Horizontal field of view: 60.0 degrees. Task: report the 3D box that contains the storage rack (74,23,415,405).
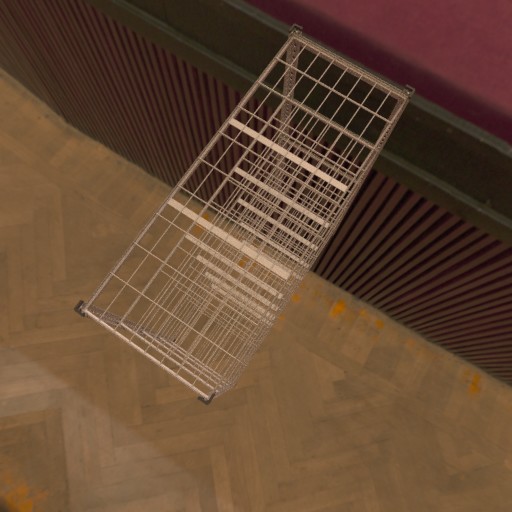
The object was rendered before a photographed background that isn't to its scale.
[{"bbox_3d":[0.000,0.000,2.708,0.610,1.981,1.524,33,78,8],"label":"storage rack"}]
